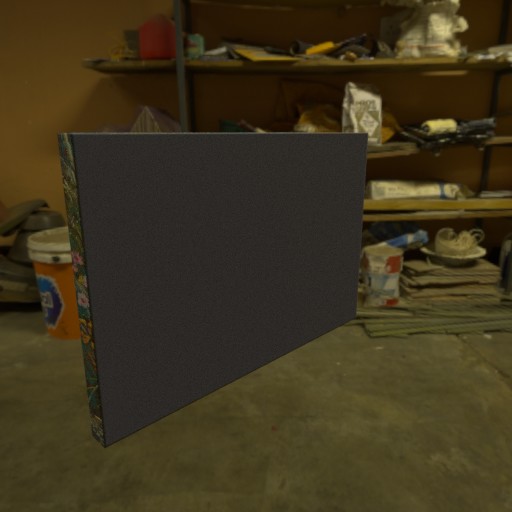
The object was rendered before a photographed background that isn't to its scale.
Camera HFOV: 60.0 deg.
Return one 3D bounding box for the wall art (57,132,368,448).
[{"bbox_3d":[0.000,0.000,0.758,0.037,0.406,0.610,15,22,43],"label":"wall art"}]
